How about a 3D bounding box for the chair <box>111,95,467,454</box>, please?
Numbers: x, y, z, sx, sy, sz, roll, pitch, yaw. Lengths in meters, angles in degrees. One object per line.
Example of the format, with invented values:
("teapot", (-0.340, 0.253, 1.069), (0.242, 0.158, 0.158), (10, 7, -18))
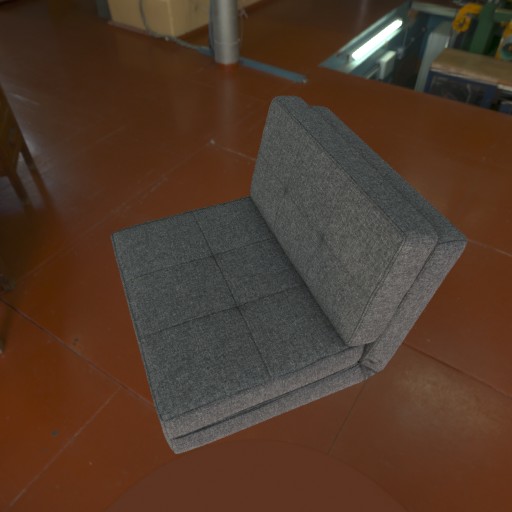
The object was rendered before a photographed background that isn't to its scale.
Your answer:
("chair", (0.000, 0.000, 1.329), (0.800, 0.615, 0.740), (-16, 48, -15))
